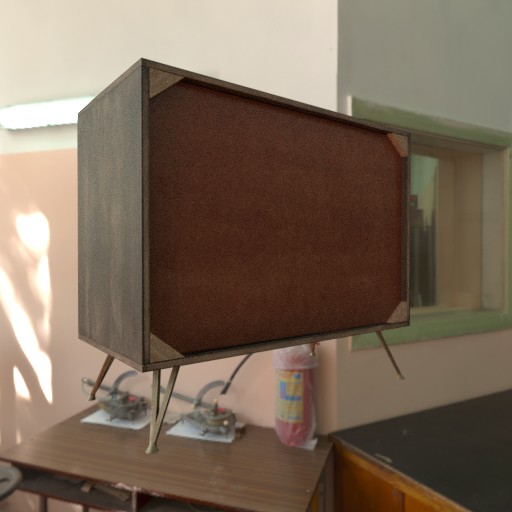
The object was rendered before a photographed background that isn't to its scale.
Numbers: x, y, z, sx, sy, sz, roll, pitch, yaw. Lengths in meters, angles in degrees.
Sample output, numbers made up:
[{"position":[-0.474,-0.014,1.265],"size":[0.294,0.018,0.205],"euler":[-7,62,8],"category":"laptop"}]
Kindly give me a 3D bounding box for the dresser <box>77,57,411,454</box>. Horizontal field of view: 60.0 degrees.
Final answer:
[{"position":[0.000,0.000,1.348],"size":[0.923,0.801,0.453],"euler":[0,1,-37],"category":"dresser"}]
